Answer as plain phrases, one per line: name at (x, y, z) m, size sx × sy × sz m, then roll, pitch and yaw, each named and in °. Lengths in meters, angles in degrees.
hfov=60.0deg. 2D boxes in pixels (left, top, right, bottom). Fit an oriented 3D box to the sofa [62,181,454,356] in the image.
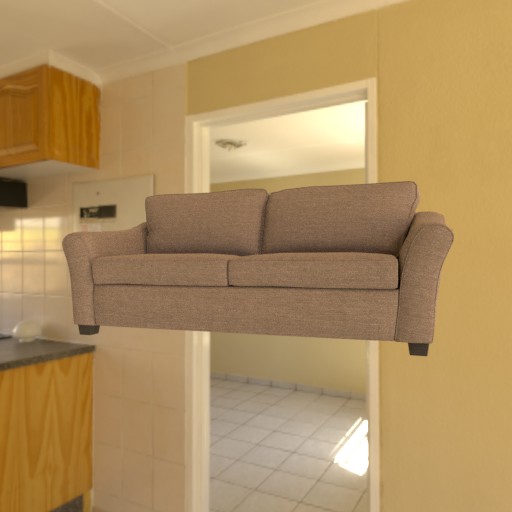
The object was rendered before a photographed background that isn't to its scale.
sofa at (0.000, 0.000, 2.807) m, size 2.270 × 0.965 × 0.980 m, roll 0°, pitch -1°, yaw 19°
